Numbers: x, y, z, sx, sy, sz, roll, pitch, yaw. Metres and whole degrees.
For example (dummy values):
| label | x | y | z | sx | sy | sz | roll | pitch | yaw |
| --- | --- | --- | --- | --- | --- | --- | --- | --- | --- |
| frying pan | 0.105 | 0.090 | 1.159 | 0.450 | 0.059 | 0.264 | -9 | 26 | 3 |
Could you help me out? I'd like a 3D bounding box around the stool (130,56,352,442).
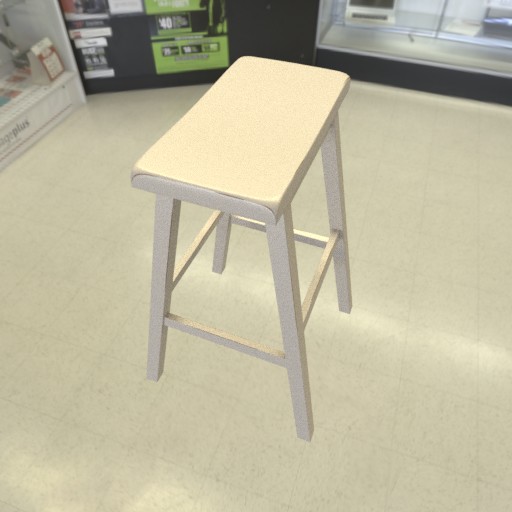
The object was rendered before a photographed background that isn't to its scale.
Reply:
| label | x | y | z | sx | sy | sz | roll | pitch | yaw |
| --- | --- | --- | --- | --- | --- | --- | --- | --- | --- |
| stool | 0.000 | 0.000 | 1.051 | 0.476 | 0.737 | 0.457 | 16 | 49 | 15 |
